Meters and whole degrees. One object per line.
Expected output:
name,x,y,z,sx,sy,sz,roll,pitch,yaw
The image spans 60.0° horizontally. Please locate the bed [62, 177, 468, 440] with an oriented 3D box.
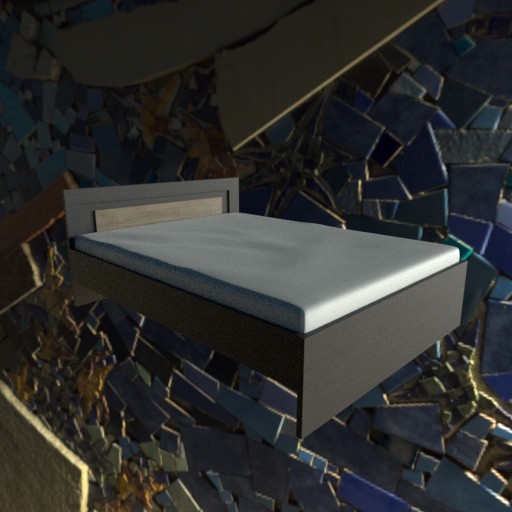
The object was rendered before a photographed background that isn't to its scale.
bed,0.000,0.000,2.876,2.073,0.823,1.585,14,20,43
